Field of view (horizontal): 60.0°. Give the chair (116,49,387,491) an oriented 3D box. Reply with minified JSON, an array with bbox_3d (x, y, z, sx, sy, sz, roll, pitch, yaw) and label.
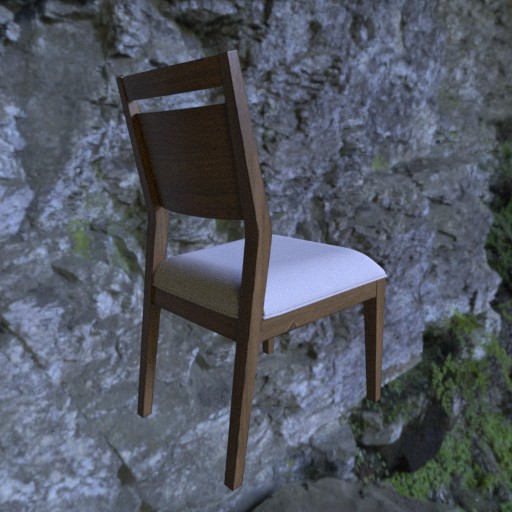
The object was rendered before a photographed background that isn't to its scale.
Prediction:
[{"bbox_3d":[0.000,0.000,1.245,0.610,0.939,0.497,-13,18,-43],"label":"chair"}]
